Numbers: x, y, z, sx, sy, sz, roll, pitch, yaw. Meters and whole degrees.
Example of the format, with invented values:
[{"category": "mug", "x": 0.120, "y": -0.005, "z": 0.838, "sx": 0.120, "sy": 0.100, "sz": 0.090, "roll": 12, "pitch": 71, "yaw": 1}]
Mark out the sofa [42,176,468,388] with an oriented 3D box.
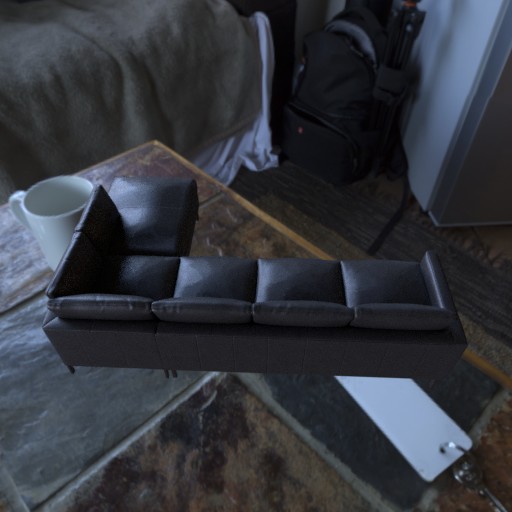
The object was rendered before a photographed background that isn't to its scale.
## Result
[{"category": "sofa", "x": 0.000, "y": 0.000, "z": 3.844, "sx": 2.984, "sy": 0.877, "sz": 1.938, "roll": 2, "pitch": 47, "yaw": 2}]
